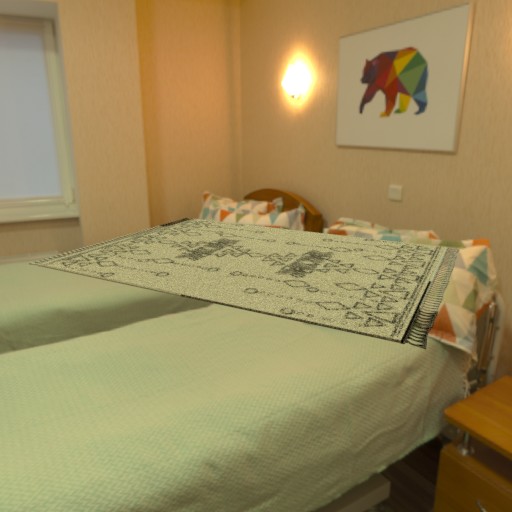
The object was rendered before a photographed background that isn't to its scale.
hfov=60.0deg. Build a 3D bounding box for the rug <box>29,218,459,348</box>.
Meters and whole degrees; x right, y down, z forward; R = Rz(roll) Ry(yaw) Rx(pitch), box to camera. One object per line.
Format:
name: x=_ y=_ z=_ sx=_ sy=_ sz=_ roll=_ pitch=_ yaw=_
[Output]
rug: x=0.000 y=0.000 z=2.878 sx=2.312 sy=0.013 sz=1.600 roll=8 pitch=18 yaw=27
